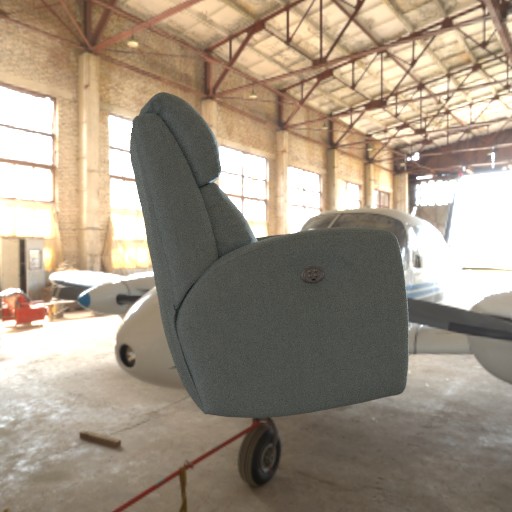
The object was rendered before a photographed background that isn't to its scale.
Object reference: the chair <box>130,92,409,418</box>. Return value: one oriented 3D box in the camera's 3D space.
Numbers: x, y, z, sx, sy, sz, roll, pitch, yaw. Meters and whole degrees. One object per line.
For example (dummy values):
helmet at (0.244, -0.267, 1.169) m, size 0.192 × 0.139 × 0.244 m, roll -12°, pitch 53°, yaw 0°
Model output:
chair at (0.000, 0.000, 1.716) m, size 0.940 × 1.016 × 0.794 m, roll 0°, pitch 0°, yaw -16°
